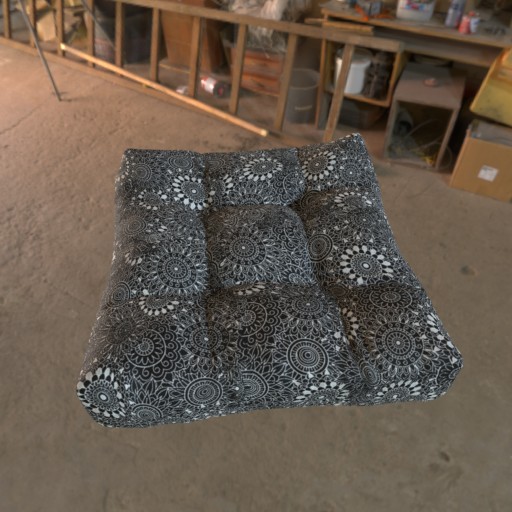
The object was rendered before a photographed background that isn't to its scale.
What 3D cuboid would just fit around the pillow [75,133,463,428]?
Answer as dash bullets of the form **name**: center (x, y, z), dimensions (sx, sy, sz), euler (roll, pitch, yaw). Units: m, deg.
- **pillow**: center (0.000, 0.000, 0.691), dimensions (0.468, 0.128, 0.490), euler (-4, 48, -4)
